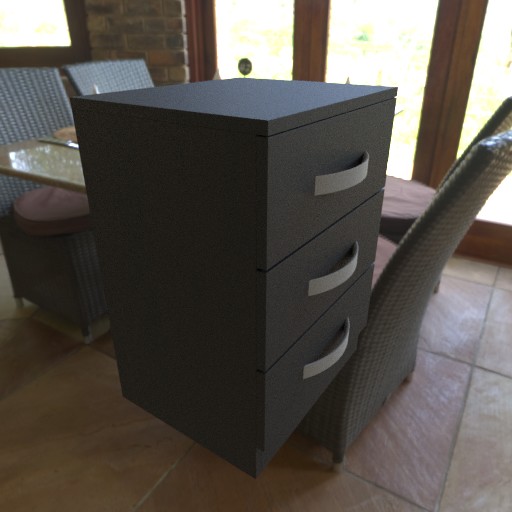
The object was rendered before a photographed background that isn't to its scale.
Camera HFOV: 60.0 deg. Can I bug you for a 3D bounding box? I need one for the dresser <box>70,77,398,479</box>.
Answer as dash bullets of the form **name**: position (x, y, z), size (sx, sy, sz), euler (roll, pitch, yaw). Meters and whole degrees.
- **dresser**: position (0.000, 0.000, 0.802), size (0.360, 0.560, 0.400), euler (17, 31, 31)
